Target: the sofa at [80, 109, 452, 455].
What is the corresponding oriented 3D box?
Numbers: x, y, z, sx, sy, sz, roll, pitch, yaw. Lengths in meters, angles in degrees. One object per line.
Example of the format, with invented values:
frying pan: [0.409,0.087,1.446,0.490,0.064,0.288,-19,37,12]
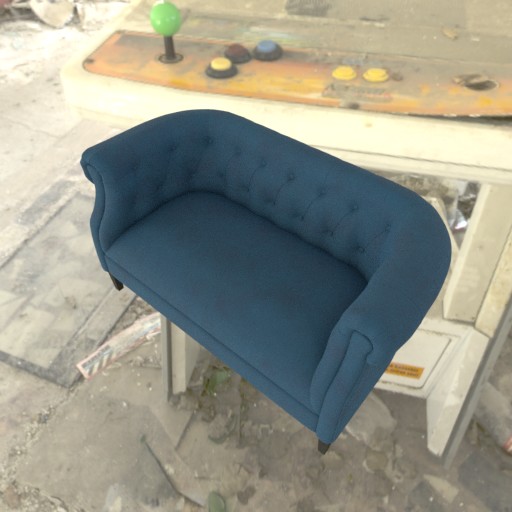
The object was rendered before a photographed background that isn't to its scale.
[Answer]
sofa: [0.000,0.000,2.026,1.558,0.827,0.835,31,53,27]
